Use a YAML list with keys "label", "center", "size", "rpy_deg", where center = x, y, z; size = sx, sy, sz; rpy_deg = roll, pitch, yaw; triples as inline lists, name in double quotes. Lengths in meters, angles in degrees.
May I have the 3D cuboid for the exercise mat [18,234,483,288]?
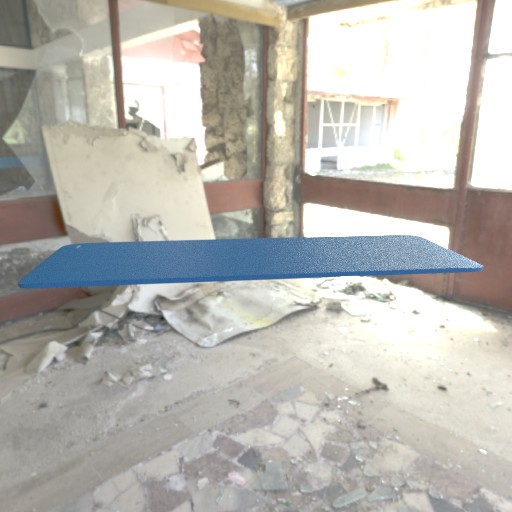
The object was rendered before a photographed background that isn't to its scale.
- label: "exercise mat"
  center: [0.000, 0.000, 2.023]
  size: [1.869, 0.021, 0.616]
  rpy_deg: [-2, 16, -6]
